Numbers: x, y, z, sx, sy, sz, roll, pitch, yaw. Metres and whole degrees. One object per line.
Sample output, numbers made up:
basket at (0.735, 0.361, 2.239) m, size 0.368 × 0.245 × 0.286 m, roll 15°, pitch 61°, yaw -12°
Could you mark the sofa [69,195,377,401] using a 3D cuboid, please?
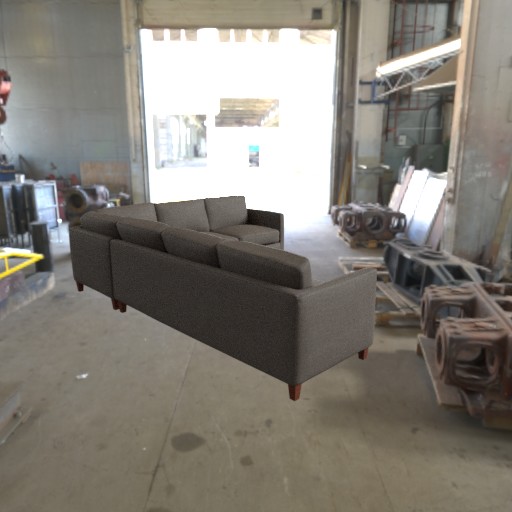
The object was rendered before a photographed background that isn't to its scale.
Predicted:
sofa at (0.000, 0.000, 4.647) m, size 2.593 × 0.947 × 3.302 m, roll -13°, pitch 19°, yaw -43°
